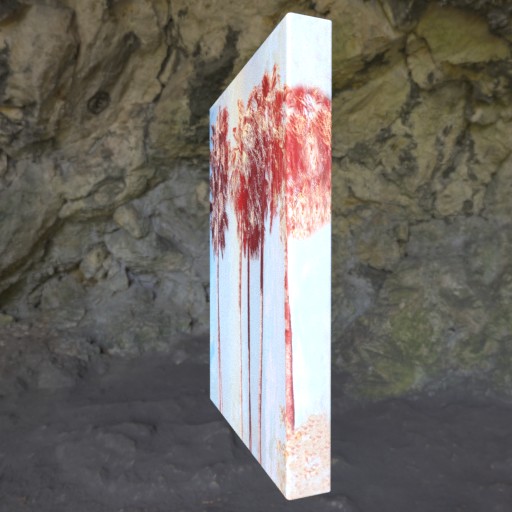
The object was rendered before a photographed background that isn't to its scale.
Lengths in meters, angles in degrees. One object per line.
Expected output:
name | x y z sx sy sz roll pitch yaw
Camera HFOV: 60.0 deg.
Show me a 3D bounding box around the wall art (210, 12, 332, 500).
wall art | 0.000 0.000 0.467 0.039 0.380 0.251 0 1 -20
